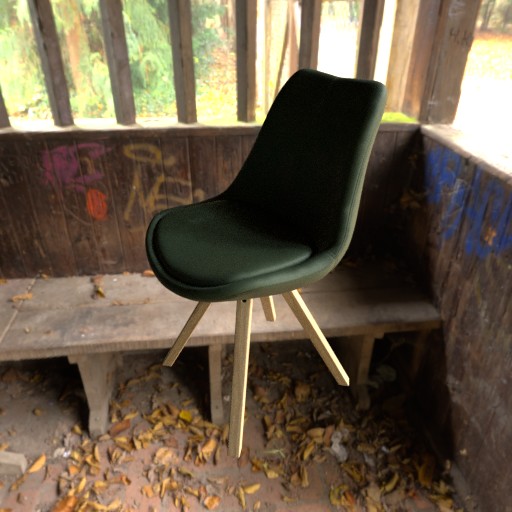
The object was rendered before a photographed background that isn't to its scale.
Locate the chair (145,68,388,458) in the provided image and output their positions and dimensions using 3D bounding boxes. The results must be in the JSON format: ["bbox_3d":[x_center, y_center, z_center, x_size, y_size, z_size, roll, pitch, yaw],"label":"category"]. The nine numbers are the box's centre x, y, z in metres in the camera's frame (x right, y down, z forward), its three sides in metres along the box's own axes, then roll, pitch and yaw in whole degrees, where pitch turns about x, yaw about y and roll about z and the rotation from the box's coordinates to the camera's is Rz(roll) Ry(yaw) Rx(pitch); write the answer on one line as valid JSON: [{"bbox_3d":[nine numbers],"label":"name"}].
[{"bbox_3d":[0.000,0.000,1.183,0.547,0.865,0.483,-20,36,-30],"label":"chair"}]
